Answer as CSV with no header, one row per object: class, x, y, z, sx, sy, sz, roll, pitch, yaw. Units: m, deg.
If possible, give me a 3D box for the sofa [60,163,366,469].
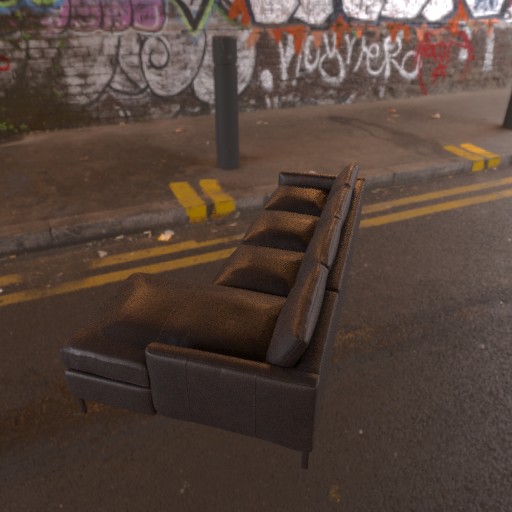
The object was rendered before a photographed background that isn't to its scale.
sofa,0.000,0.000,3.561,1.471,0.859,2.993,8,31,14
